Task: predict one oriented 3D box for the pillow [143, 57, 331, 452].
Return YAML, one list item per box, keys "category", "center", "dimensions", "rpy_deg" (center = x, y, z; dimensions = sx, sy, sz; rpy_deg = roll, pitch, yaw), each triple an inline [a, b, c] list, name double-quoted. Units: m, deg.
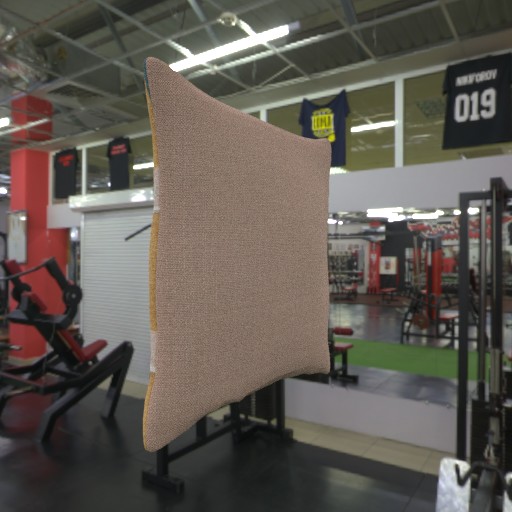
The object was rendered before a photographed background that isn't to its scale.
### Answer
- category: "pillow"
  center: [0.000, 0.000, 0.725]
  dimensions: [0.158, 0.479, 0.478]
  rpy_deg: [0, 0, 36]
